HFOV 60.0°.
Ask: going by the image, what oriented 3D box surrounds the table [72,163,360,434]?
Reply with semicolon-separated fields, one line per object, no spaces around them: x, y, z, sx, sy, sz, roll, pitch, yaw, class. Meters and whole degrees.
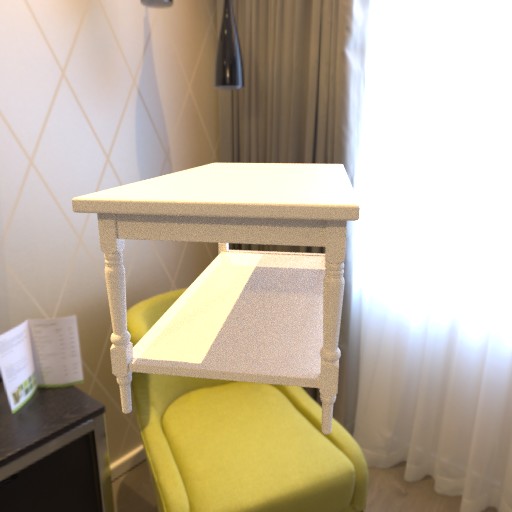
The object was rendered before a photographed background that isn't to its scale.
0.000;0.000;1.413;0.550;0.510;1.107;2;16;9;table
